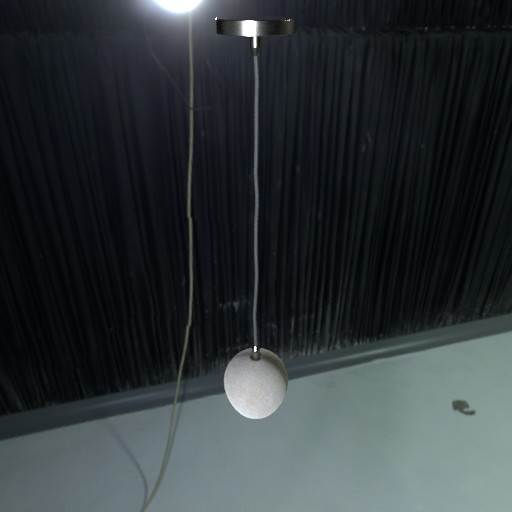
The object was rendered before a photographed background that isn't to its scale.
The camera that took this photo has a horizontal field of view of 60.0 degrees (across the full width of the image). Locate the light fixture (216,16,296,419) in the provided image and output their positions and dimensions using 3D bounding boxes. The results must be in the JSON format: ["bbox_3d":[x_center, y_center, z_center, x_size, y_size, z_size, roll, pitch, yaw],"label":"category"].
[{"bbox_3d":[0.000,0.000,0.807,0.139,0.764,0.139,-11,33,-18],"label":"light fixture"}]
